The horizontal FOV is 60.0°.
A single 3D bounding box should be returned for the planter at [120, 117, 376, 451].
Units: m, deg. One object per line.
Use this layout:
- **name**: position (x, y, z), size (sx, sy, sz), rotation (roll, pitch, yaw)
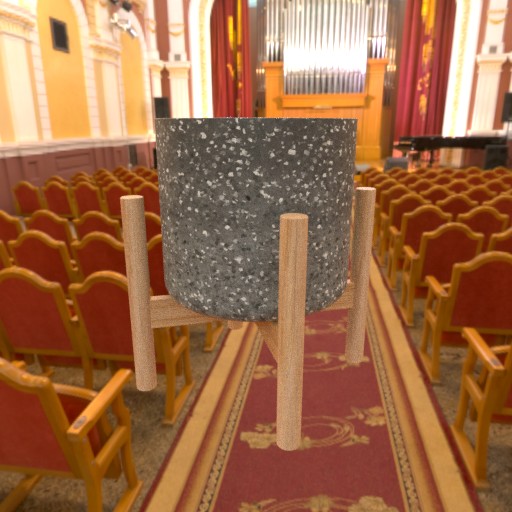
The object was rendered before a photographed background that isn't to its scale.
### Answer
- **planter**: position (0.000, 0.000, 0.542), size (0.284, 0.320, 0.284), rotation (3, 17, 8)
